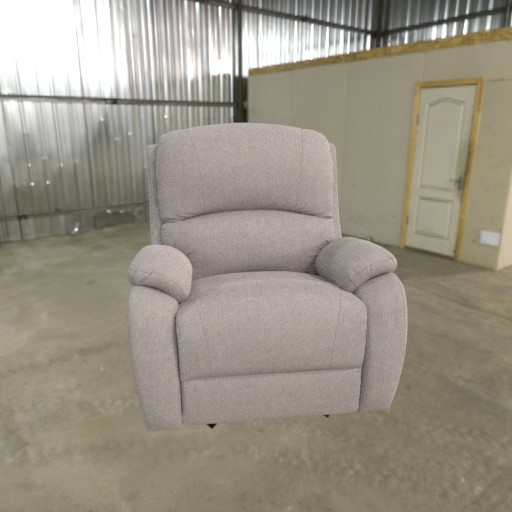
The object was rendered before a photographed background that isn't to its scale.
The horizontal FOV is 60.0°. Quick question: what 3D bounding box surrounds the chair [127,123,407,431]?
[{"bbox_3d":[0.000,0.000,1.766,0.930,1.011,0.899,-2,17,-8],"label":"chair"}]
